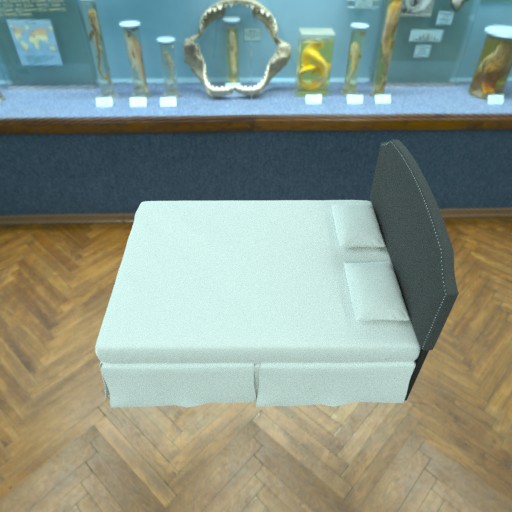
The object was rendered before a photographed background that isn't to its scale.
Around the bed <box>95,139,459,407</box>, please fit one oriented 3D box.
[{"bbox_3d":[0.000,0.000,3.036,1.999,1.270,1.558,0,43,0],"label":"bed"}]
